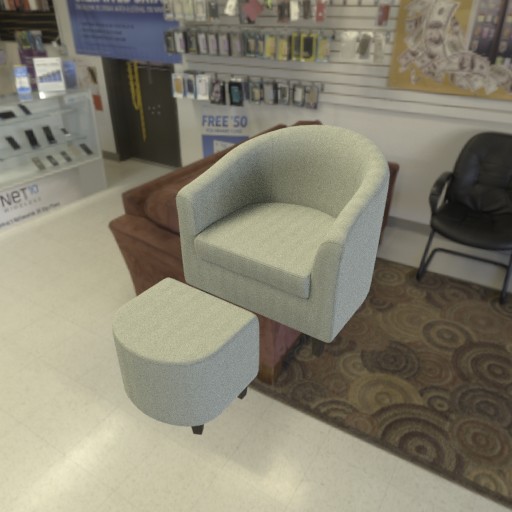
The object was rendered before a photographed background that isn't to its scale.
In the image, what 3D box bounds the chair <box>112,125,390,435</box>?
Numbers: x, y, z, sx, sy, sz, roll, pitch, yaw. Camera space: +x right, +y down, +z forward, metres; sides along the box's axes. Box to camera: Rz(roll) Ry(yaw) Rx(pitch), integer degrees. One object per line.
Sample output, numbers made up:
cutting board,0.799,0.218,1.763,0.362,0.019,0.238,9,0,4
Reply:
chair,0.000,0.000,1.753,0.756,0.757,1.288,19,36,29
